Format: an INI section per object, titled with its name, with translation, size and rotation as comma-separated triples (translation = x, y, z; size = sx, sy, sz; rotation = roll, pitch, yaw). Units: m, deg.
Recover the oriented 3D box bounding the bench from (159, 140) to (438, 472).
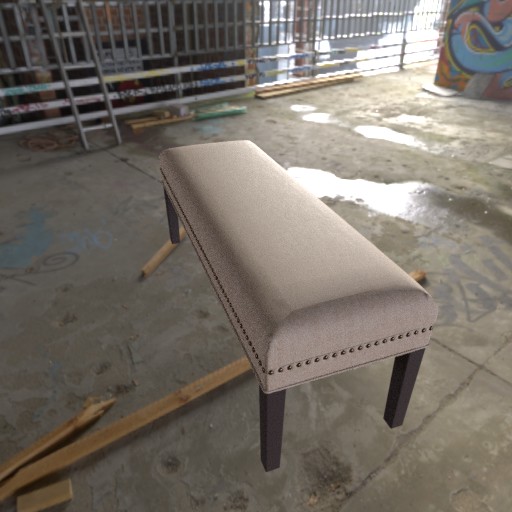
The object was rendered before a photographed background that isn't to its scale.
[bench]
translation = 0.000, 0.000, 1.479
size = 0.410, 0.457, 1.219
rotation = -11, 33, -17
